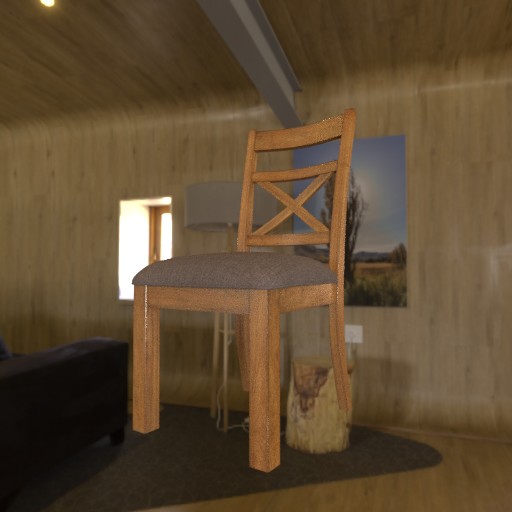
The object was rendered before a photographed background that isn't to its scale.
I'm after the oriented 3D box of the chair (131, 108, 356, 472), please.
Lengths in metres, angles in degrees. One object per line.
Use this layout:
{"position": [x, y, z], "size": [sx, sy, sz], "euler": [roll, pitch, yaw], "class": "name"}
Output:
{"position": [0.000, 0.000, 1.313], "size": [0.470, 0.949, 0.581], "euler": [-1, -2, 35], "class": "chair"}
